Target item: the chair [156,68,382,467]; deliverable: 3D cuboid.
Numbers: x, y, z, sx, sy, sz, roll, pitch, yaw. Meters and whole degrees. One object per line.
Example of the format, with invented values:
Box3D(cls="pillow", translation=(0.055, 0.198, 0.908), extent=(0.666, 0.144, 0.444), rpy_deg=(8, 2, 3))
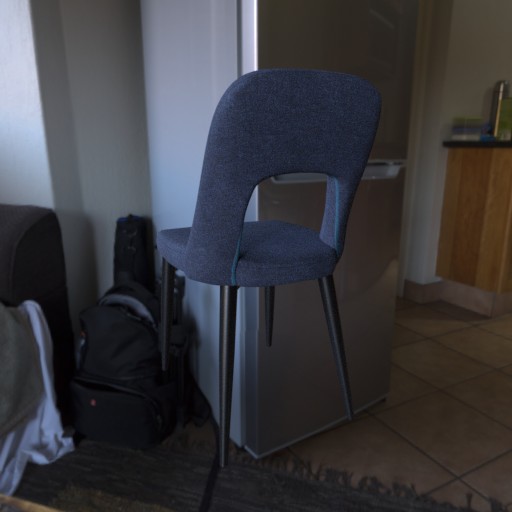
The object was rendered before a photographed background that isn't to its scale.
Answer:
Box3D(cls="chair", translation=(0.000, 0.000, 1.280), extent=(0.470, 0.931, 0.612), rpy_deg=(-7, 16, -26))
